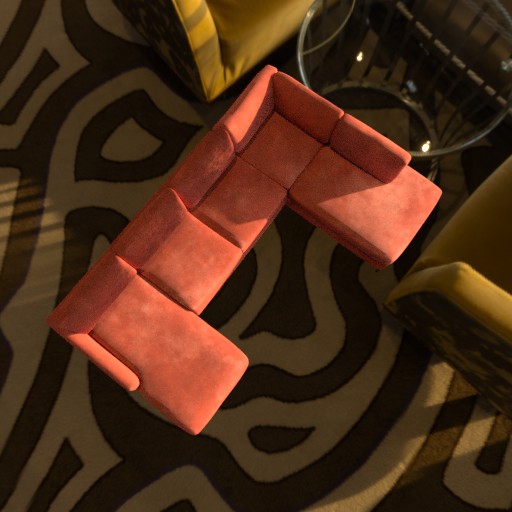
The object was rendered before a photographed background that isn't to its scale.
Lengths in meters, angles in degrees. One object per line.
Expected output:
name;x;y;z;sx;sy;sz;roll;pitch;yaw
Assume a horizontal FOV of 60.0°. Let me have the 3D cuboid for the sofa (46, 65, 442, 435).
sofa;0.000;0.000;3.817;1.981;0.858;2.971;36;79;9
